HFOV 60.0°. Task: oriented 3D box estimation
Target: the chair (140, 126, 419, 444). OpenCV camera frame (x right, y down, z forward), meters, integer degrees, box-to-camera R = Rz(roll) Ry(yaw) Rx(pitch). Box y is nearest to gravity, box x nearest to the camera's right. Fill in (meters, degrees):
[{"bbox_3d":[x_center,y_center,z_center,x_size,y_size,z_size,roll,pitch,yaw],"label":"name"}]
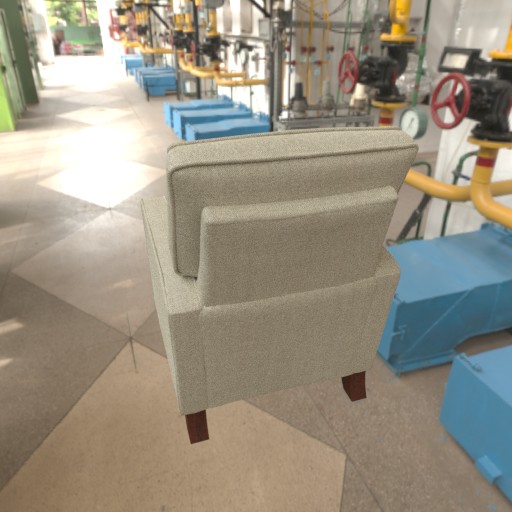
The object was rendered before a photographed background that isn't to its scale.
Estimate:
[{"bbox_3d":[0.000,0.000,1.420,0.648,0.888,0.754,-9,28,-16],"label":"chair"}]
